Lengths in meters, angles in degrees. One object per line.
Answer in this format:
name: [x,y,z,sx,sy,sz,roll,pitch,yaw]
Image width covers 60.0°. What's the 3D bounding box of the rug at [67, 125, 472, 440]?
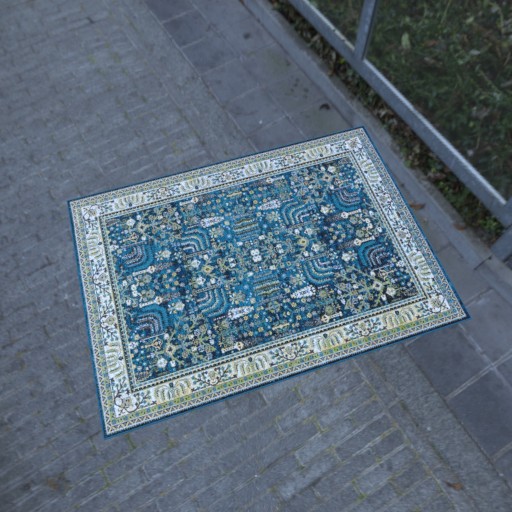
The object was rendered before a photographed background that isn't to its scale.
rug: [0.000,0.000,2.847,2.213,0.013,1.594,-16,65,-8]
